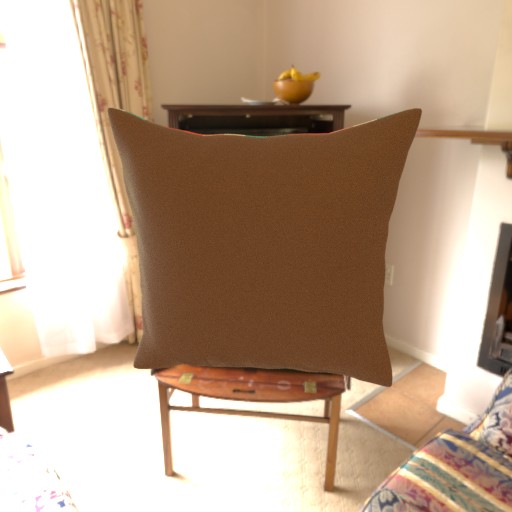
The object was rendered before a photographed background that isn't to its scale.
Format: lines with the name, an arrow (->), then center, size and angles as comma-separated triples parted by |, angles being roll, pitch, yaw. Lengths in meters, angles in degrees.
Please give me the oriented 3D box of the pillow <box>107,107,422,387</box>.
pillow -> 0.000, 0.000, 0.696 | 0.453, 0.443, 0.168 | 3, 18, 9
